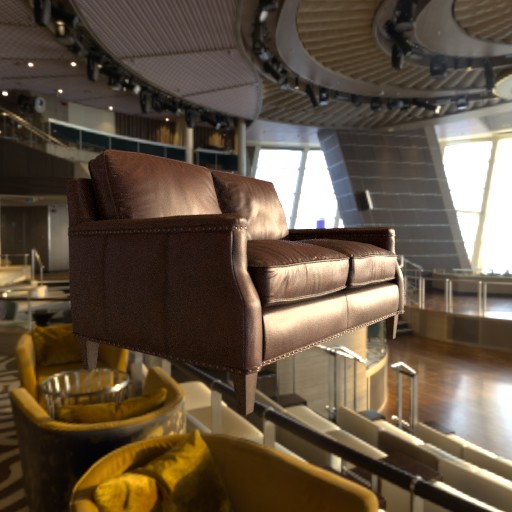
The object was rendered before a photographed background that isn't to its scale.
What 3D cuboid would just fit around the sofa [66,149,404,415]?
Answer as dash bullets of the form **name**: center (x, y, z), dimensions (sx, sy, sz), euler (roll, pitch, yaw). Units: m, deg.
- **sofa**: center (0.000, 0.000, 2.331), dimensions (1.083, 1.003, 1.628), euler (1, 2, 36)
